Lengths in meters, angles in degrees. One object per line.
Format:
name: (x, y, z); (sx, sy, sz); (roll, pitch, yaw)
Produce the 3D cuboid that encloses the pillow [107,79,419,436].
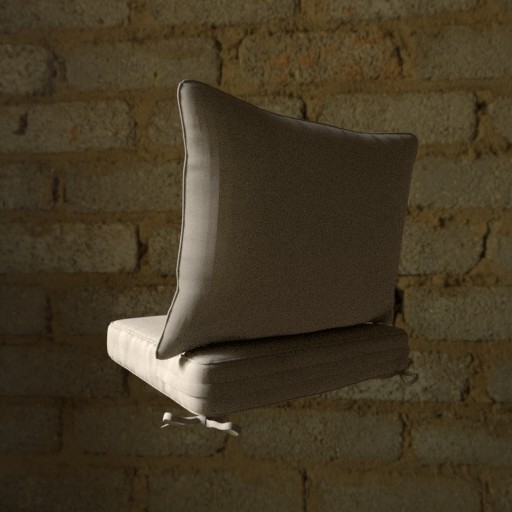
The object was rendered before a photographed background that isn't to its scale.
pillow: (0.000, 0.000, 1.319); (0.798, 0.716, 0.733); (-1, 1, -35)
